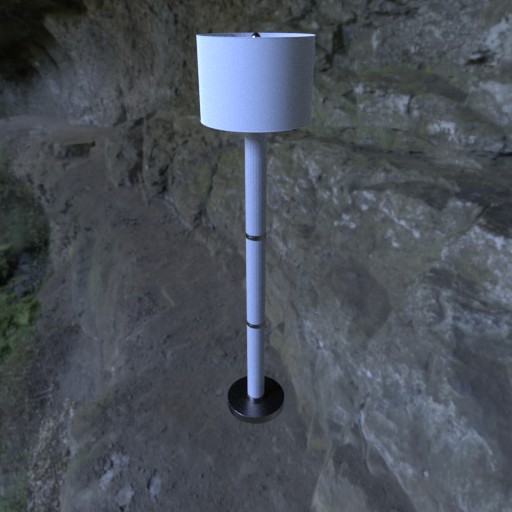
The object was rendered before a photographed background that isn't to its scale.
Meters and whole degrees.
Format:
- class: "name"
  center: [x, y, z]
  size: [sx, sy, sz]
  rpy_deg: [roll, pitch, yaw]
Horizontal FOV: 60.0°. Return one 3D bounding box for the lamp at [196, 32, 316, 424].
- class: "lamp"
  center: [0.000, 0.000, 1.776]
  size: [0.377, 1.599, 0.377]
  rpy_deg: [1, 28, 2]
